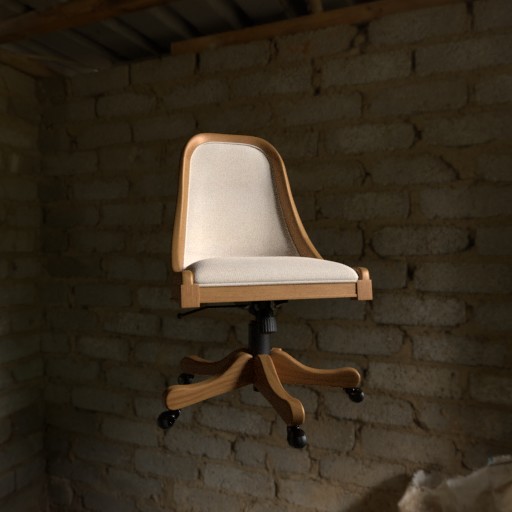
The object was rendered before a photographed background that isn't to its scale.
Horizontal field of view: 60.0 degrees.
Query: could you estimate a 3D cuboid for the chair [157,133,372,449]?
[{"bbox_3d":[0.000,0.000,1.536,0.702,1.009,0.811,-1,2,-17],"label":"chair"}]
